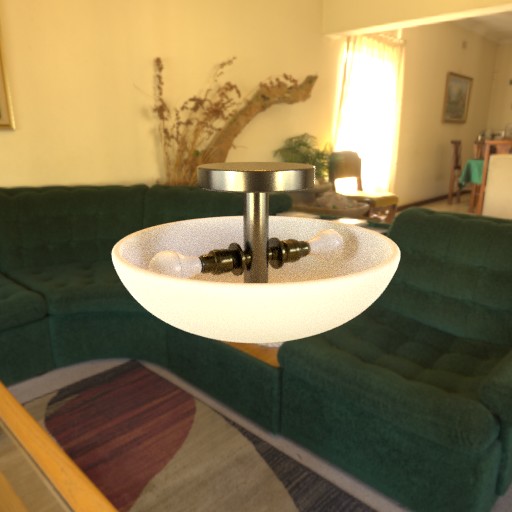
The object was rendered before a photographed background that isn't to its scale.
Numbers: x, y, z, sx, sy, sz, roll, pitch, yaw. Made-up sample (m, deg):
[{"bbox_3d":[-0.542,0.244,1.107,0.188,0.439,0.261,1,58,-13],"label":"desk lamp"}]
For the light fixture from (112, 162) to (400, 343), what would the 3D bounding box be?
[{"bbox_3d":[0.000,0.000,0.535,0.330,0.214,0.330,0,16,0],"label":"light fixture"}]
